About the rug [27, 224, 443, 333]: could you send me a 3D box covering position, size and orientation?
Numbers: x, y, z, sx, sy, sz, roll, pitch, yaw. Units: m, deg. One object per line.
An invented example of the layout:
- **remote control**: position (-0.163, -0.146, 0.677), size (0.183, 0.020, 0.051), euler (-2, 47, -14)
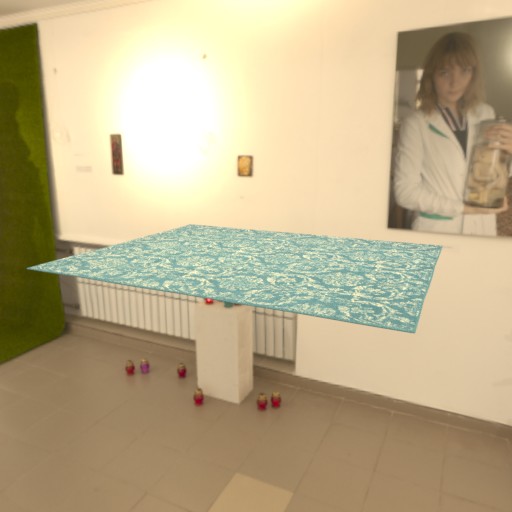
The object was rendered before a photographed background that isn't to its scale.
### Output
- **rug**: position (0.000, 0.000, 3.988), size (2.980, 0.012, 2.363), euler (6, 15, 25)
